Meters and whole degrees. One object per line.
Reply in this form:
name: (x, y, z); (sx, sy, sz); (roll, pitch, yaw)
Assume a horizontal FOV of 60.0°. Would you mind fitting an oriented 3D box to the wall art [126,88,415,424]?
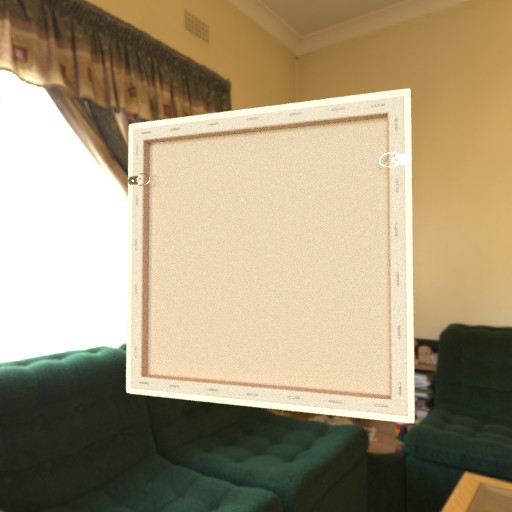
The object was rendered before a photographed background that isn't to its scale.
wall art: (0.000, 0.000, 1.366); (0.912, 0.914, 0.039); (-1, -2, 19)
